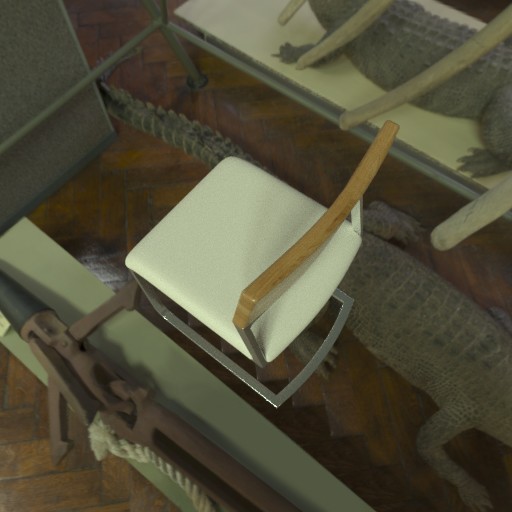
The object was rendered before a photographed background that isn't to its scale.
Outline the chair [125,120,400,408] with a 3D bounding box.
[{"bbox_3d":[0.000,0.000,1.205,0.585,0.844,0.467,35,69,16],"label":"chair"}]
